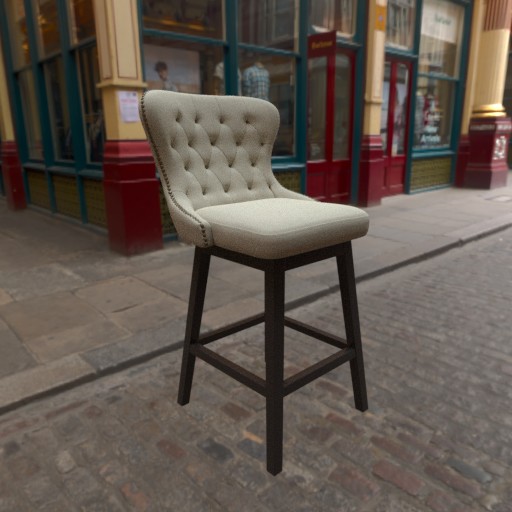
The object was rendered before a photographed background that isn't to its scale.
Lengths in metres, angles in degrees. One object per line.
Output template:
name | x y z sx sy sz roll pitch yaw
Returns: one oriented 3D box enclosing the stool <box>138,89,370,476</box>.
stool | 0.000 0.000 1.353 0.528 0.971 0.593 -14 20 -41
